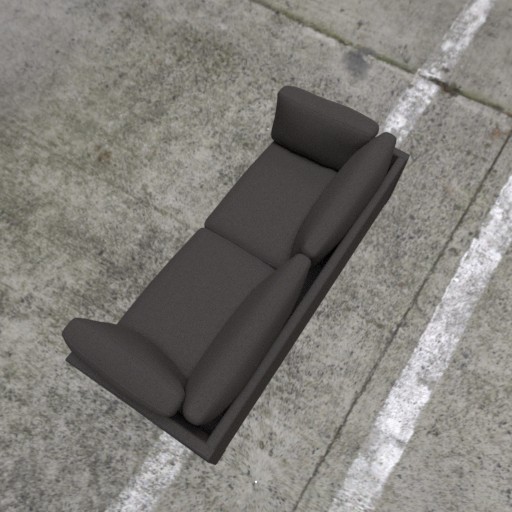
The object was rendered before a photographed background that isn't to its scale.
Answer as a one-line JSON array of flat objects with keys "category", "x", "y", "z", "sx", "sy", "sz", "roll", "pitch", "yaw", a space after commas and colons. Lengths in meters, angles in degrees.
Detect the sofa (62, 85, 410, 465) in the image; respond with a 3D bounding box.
[{"category": "sofa", "x": 0.000, "y": 0.000, "z": 2.827, "sx": 0.969, "sy": 0.792, "sz": 2.312, "roll": 31, "pitch": 67, "yaw": 15}]
